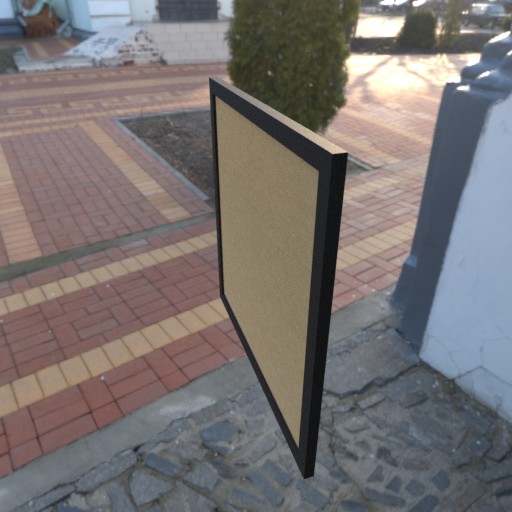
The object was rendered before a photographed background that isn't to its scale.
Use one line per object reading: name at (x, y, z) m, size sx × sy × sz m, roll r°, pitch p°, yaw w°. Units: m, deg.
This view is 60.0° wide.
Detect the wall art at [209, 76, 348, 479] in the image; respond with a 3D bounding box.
wall art at (0.000, 0.000, 0.535) m, size 0.012 × 0.357 × 0.358 m, roll -10°, pitch 32°, yaw -16°
